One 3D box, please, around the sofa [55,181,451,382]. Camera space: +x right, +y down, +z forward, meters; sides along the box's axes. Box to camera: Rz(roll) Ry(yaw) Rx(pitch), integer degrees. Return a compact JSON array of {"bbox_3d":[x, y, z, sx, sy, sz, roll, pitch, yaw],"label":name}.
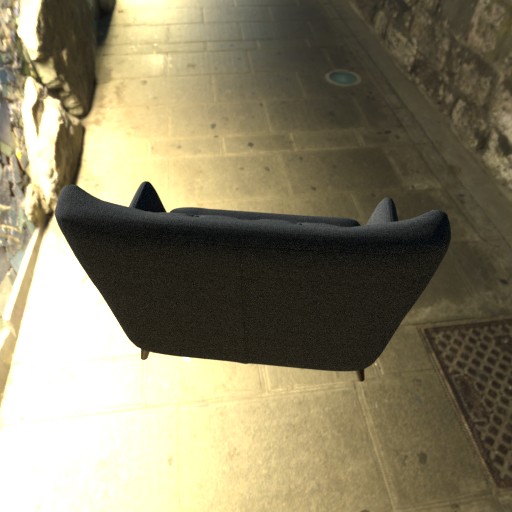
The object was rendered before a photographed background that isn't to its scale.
[{"bbox_3d":[0.000,0.000,2.032,1.358,1.028,0.874,5,46,4],"label":"sofa"}]
